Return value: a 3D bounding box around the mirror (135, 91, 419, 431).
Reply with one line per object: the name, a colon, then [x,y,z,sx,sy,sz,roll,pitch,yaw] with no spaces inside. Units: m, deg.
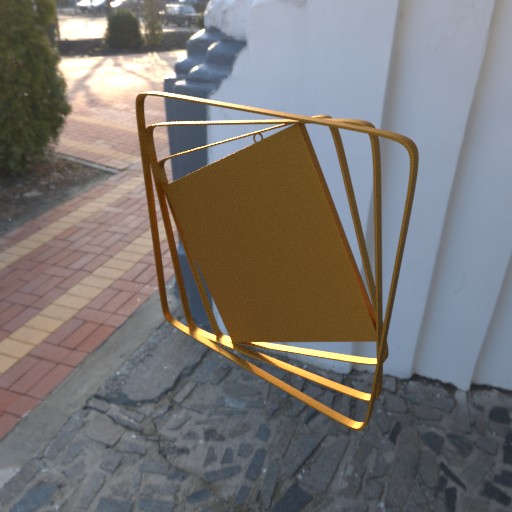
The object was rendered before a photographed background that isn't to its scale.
mirror: [0.000,0.000,0.709,0.470,0.468,0.045,22,36,33]
